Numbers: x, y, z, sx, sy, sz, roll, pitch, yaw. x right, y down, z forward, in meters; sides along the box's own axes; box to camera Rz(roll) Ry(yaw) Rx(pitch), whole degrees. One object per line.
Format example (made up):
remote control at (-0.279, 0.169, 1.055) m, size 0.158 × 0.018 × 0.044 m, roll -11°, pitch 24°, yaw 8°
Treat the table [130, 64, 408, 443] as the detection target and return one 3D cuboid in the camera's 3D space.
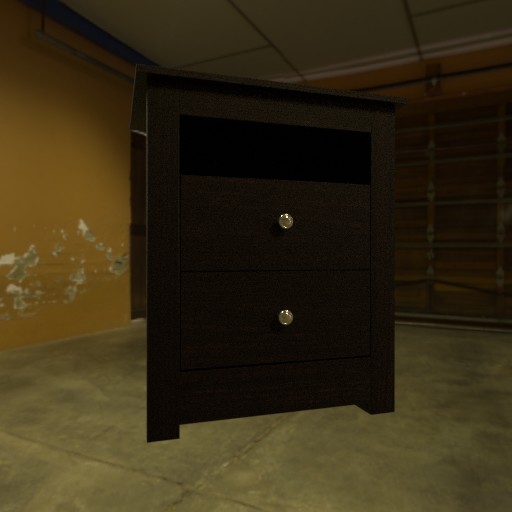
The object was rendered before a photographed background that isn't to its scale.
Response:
table at (0.000, 0.000, 1.099) m, size 0.591 × 0.711 × 0.406 m, roll 0°, pitch 0°, yaw -18°
